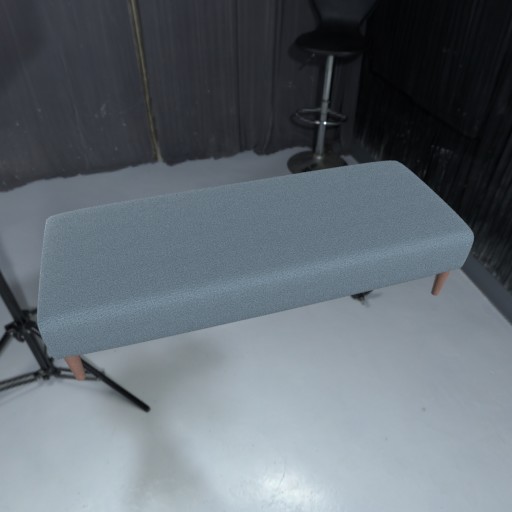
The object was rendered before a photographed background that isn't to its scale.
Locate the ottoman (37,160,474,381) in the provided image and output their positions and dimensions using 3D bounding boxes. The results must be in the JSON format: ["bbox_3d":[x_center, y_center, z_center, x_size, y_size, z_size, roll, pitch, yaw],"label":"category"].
[{"bbox_3d":[0.000,0.000,1.866,1.609,0.393,0.646,-11,43,-12],"label":"ottoman"}]
